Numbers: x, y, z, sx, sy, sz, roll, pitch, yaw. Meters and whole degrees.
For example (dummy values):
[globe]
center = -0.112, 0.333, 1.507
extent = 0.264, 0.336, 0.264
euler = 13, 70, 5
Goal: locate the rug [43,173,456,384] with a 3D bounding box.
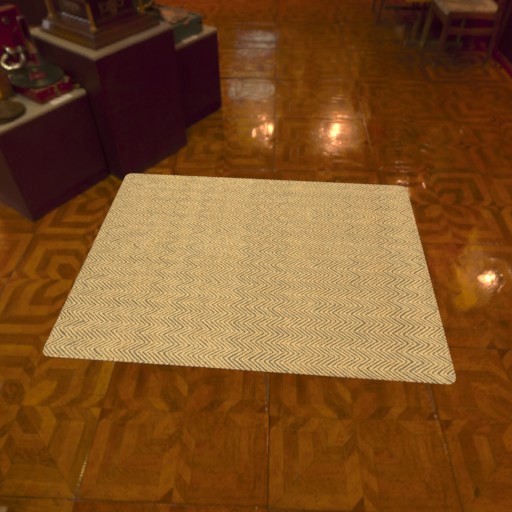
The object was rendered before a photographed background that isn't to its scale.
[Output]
[rug]
center = 0.000, 0.000, 4.236
extent = 3.207, 0.014, 2.439
euler = 3, 46, 3
